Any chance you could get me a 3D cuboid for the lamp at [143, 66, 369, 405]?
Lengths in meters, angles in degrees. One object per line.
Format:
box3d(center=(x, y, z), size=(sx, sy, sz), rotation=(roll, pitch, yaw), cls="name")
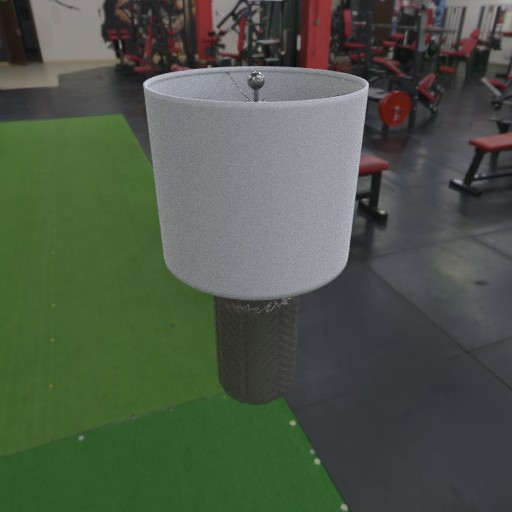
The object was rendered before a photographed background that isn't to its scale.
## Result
box3d(center=(0.000, 0.000, 0.502), size=(0.203, 0.389, 0.203), rotation=(-10, 31, -16), cls="lamp")
